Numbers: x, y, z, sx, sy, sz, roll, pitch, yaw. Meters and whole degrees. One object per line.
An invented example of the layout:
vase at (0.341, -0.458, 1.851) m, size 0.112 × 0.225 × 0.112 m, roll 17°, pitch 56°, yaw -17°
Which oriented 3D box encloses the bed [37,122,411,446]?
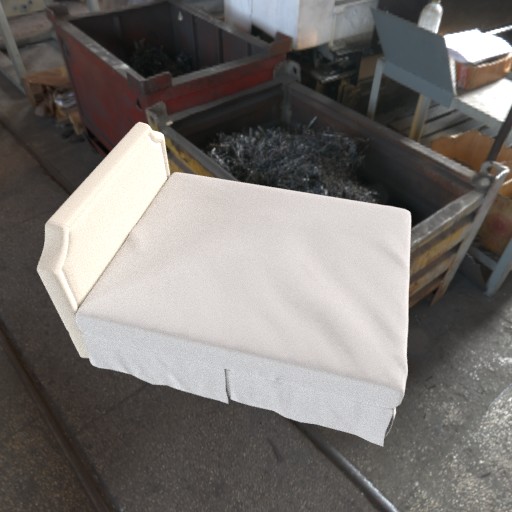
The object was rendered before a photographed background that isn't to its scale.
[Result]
bed at (0.000, 0.000, 3.563) m, size 2.498 × 1.293 × 1.977 m, roll 11°, pitch 46°, yaw 11°
